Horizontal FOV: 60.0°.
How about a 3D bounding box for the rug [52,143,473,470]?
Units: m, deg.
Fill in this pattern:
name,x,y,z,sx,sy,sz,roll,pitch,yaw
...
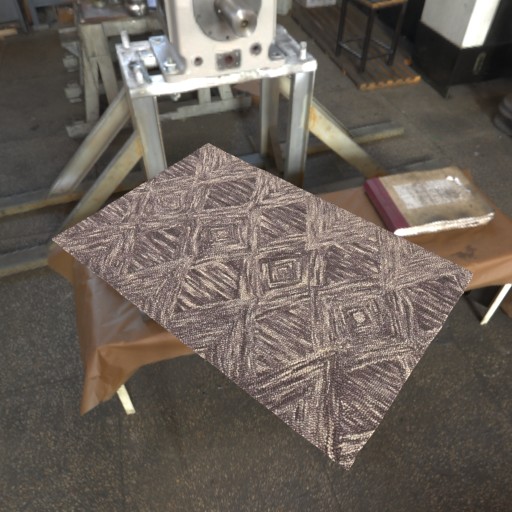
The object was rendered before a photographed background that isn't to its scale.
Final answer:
name,x,y,z,sx,sy,sz,roll,pitch,yaw
rug,0.000,0.000,2.255,1.814,0.012,1.186,31,54,26
